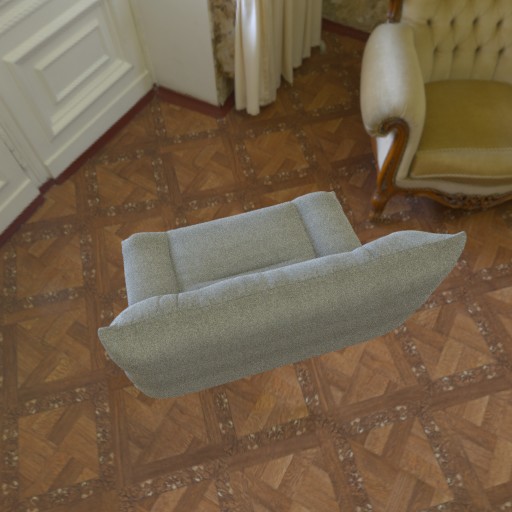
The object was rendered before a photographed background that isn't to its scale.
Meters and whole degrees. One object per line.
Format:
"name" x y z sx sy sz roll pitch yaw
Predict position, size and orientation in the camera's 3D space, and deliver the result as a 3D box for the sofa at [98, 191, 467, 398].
"sofa" 0.000 0.000 1.769 1.144 0.795 0.847 -14 61 -8
